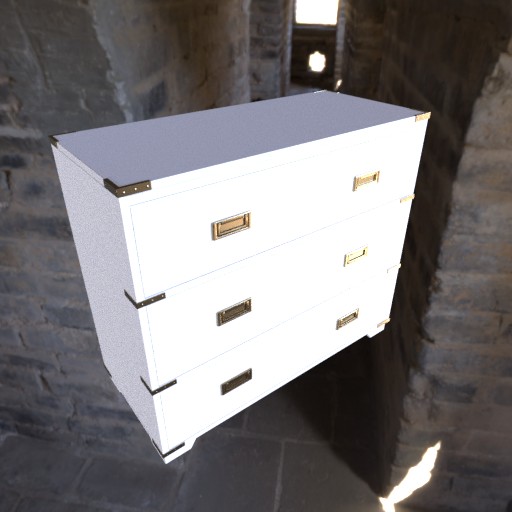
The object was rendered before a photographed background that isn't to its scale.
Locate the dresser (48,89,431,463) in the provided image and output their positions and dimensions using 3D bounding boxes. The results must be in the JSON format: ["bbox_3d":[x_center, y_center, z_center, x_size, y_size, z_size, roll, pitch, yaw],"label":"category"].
[{"bbox_3d":[0.000,0.000,1.501,1.022,0.891,0.460,-22,37,-31],"label":"dresser"}]
